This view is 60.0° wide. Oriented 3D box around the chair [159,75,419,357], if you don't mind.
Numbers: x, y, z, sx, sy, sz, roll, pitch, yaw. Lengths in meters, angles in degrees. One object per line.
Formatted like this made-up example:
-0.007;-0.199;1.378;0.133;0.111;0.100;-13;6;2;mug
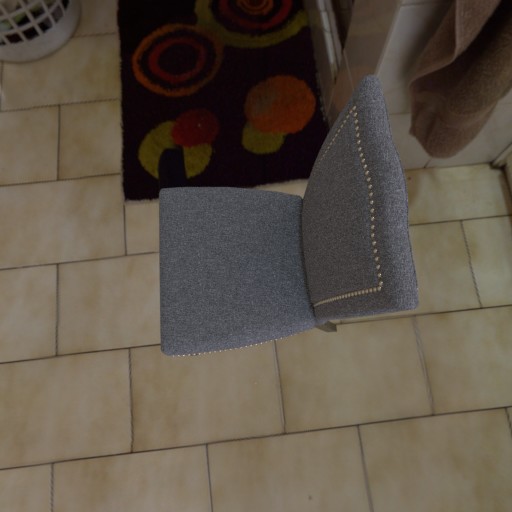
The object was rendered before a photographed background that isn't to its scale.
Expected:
0.000;0.000;1.278;0.589;0.946;0.518;-4;74;-1;chair
